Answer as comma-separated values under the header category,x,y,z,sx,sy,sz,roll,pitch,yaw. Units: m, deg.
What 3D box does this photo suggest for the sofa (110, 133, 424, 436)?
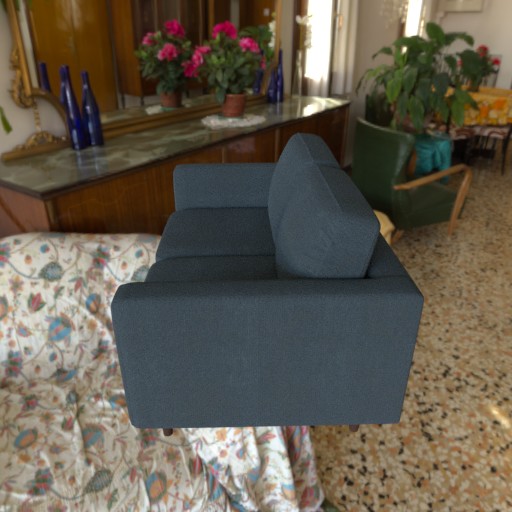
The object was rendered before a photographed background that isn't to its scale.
category,x,y,z,sx,sy,sz,roll,pitch,yaw
sofa,0.000,0.000,2.124,0.999,0.930,1.518,-1,27,-1
